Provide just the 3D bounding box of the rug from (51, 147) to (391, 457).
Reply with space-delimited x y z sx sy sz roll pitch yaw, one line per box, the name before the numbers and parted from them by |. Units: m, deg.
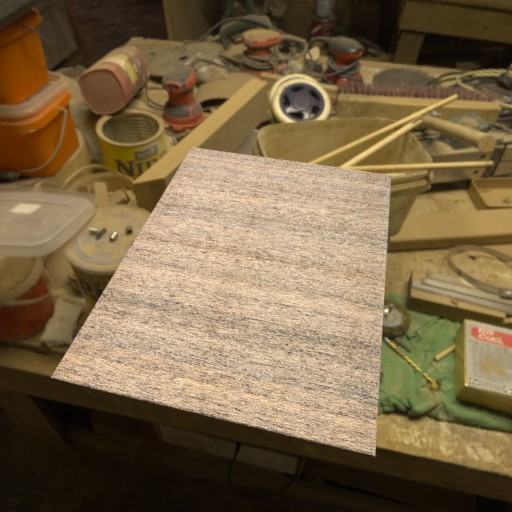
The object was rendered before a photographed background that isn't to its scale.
rug | 0.000 0.000 4.214 2.414 0.036 3.199 10 48 9
